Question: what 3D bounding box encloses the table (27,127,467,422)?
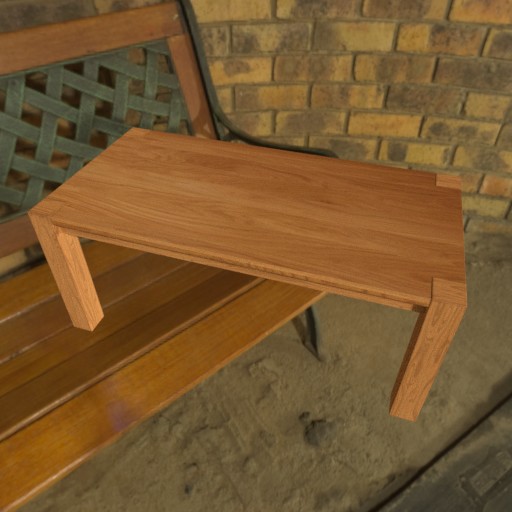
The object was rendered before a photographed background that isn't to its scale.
[{"bbox_3d":[0.000,0.000,2.285,1.800,0.760,0.900,12,42,14],"label":"table"}]
